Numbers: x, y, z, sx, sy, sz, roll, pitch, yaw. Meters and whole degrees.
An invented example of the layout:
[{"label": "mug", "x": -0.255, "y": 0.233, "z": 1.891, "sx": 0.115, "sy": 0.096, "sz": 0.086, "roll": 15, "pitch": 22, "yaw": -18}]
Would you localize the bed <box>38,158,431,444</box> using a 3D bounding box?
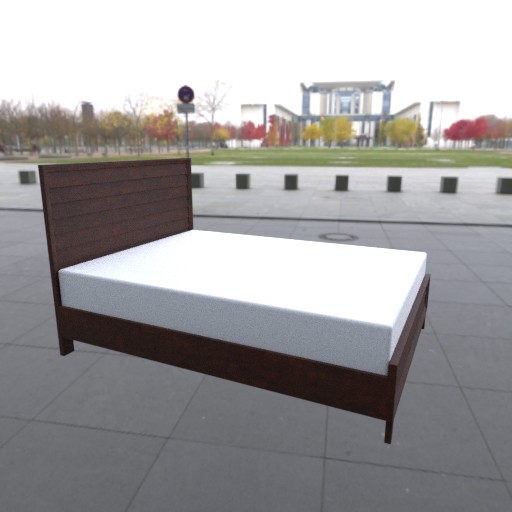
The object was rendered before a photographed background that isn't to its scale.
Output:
[{"label": "bed", "x": 0.000, "y": 0.000, "z": 3.096, "sx": 2.184, "sy": 1.270, "sz": 1.600, "roll": 7, "pitch": 16, "yaw": 25}]
